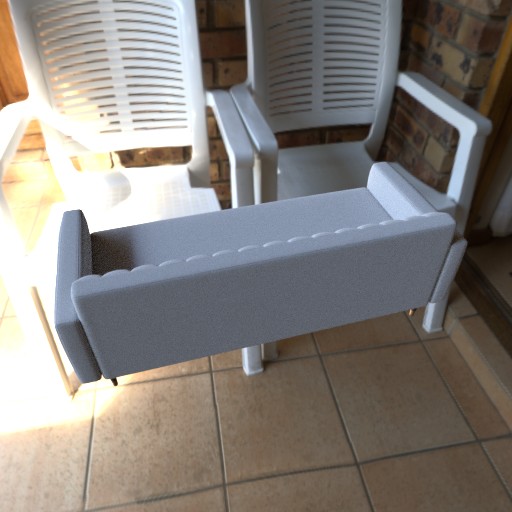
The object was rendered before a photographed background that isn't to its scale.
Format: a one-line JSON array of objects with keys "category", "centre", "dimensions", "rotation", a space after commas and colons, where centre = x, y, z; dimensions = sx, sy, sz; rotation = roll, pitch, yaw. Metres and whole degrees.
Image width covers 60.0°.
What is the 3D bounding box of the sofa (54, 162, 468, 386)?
[{"category": "sofa", "centre": [0.000, 0.000, 2.780], "dimensions": [2.291, 0.821, 0.990], "rotation": [-11, 43, -12]}]
